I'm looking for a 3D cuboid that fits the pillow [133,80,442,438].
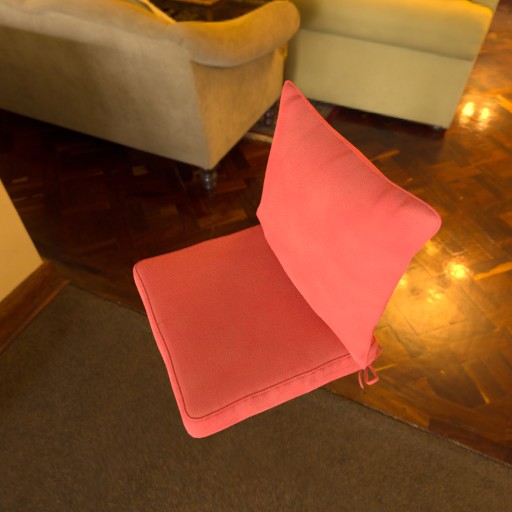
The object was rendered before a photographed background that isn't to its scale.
[{"bbox_3d":[0.000,0.000,1.395,0.733,0.725,0.798,-18,49,-16],"label":"pillow"}]
